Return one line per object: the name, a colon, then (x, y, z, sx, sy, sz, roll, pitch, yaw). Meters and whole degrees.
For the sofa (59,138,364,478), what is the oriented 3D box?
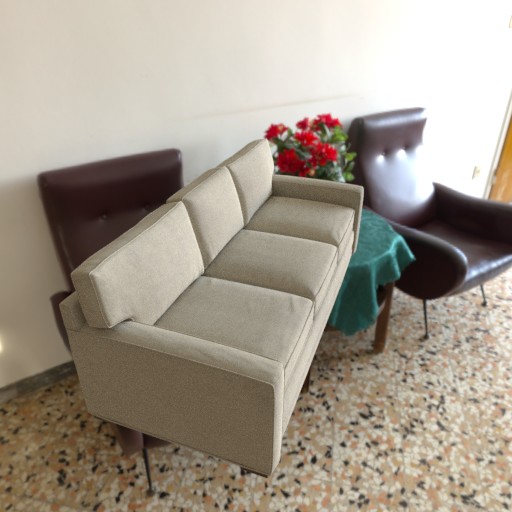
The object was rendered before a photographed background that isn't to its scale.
sofa: (0.000, 0.000, 2.605, 0.936, 0.862, 2.093, 11, 32, 18)
